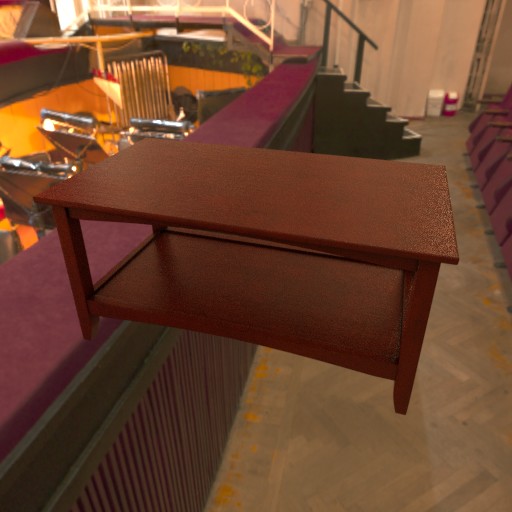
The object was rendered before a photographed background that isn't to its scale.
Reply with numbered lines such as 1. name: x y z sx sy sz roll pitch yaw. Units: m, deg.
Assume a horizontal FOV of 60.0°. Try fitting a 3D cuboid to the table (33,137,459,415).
1. table: 0.000 0.000 1.258 0.943 0.456 0.533 9 32 15
